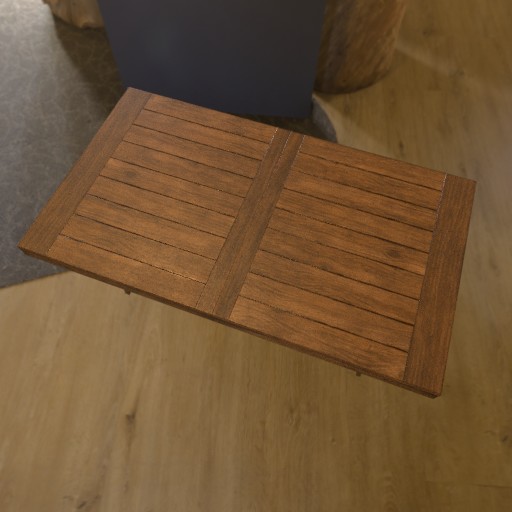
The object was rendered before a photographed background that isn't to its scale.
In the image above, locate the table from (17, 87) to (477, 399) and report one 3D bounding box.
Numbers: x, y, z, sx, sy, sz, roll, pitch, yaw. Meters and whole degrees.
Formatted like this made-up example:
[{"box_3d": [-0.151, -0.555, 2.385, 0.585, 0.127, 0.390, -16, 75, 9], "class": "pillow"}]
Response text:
[{"box_3d": [0.000, 0.000, 2.131, 1.641, 0.757, 0.931, 18, 64, 9], "class": "table"}]
